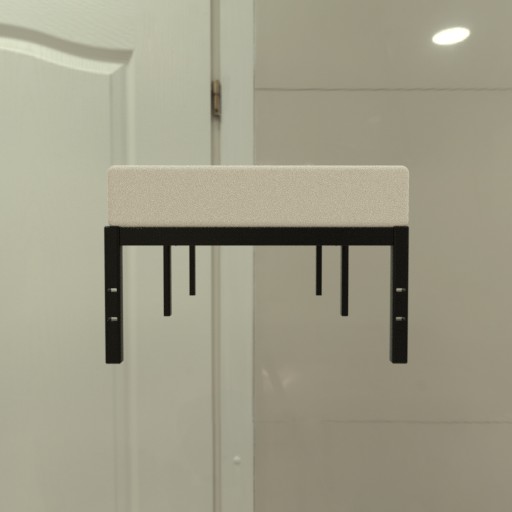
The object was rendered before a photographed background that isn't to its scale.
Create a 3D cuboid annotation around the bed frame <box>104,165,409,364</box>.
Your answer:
[{"bbox_3d":[0.000,0.000,2.433,1.023,0.659,1.950,0,2,0],"label":"bed frame"}]
